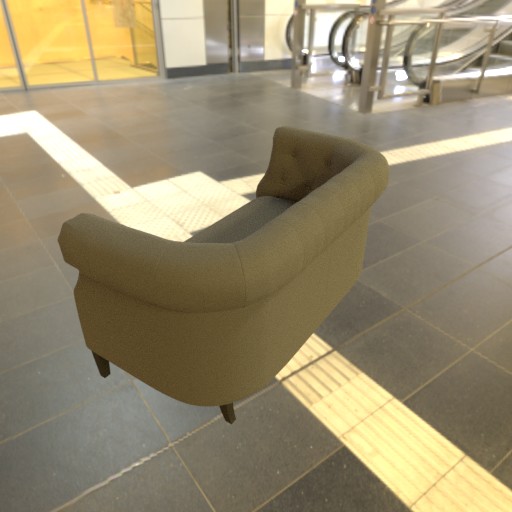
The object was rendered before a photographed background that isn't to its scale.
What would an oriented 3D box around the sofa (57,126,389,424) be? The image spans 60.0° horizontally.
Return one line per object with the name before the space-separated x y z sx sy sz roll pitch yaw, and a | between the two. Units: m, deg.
sofa | 0.000 0.000 2.079 0.835 0.827 1.558 20 37 29
